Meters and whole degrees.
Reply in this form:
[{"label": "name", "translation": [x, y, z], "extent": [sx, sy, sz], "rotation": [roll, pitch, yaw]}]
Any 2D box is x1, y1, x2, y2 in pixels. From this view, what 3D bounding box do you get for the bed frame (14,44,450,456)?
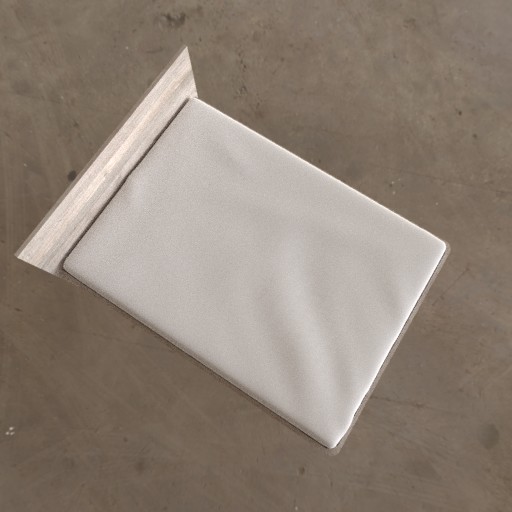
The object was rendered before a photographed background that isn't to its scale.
[{"label": "bed frame", "translation": [0.000, 0.000, 2.649], "extent": [1.950, 0.800, 1.490], "rotation": [32, 78, 8]}]
